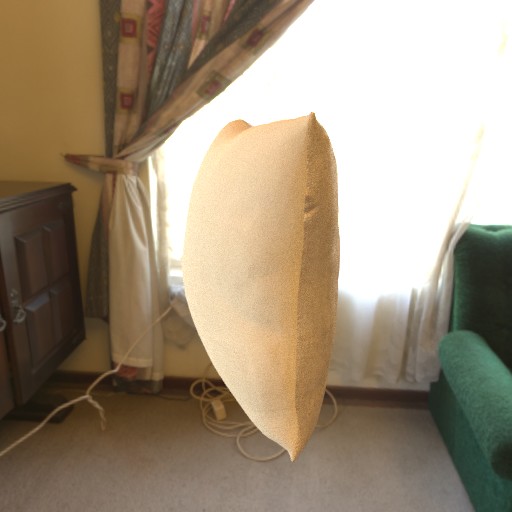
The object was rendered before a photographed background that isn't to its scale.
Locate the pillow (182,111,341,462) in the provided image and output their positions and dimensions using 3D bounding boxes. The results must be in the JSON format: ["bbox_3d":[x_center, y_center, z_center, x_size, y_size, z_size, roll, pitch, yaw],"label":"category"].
[{"bbox_3d":[0.000,0.000,0.740,0.245,0.448,0.450,-3,16,-10],"label":"pillow"}]
